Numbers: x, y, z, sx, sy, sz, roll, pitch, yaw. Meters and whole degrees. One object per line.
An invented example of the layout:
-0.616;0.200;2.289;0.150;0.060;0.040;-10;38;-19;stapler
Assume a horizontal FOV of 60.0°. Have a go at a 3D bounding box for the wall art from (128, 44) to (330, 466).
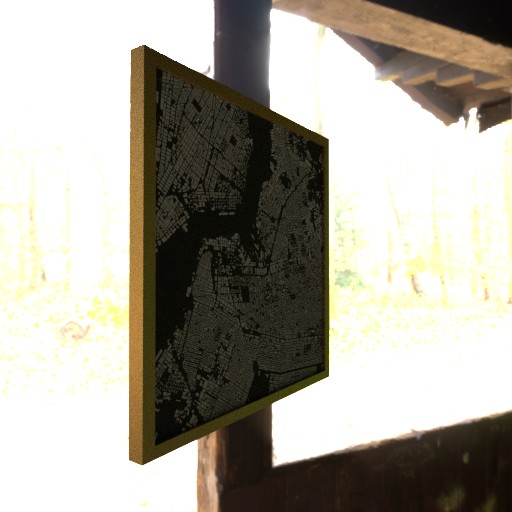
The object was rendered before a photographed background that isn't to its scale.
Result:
0.000;0.000;2.836;0.099;1.926;1.926;-1;-1;35;wall art
